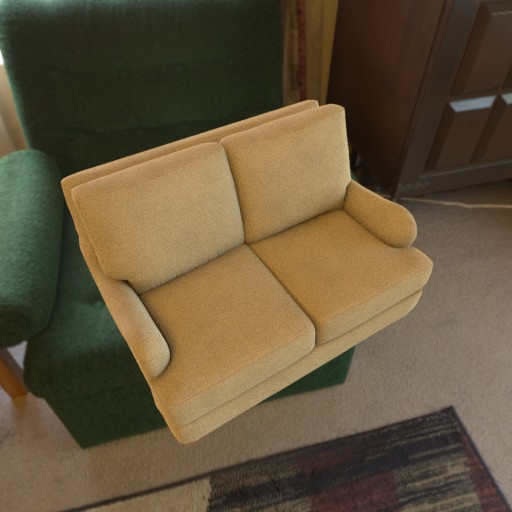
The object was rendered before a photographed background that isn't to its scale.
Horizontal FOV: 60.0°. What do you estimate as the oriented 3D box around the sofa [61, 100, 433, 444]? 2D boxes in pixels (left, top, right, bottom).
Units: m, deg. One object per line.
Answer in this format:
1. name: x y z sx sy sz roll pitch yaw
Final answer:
1. sofa: 0.000 0.000 2.216 1.480 0.999 1.087 -24 51 -22
